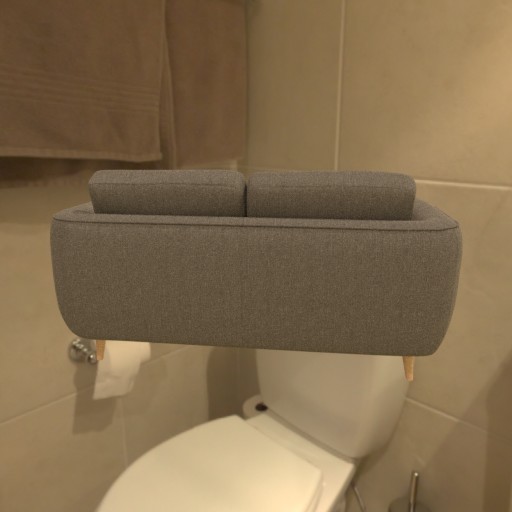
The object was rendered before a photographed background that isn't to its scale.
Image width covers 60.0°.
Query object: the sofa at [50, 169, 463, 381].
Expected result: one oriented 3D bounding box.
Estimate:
[{"bbox_3d":[0.000,0.000,2.152,1.700,0.870,0.920,2,16,7],"label":"sofa"}]
